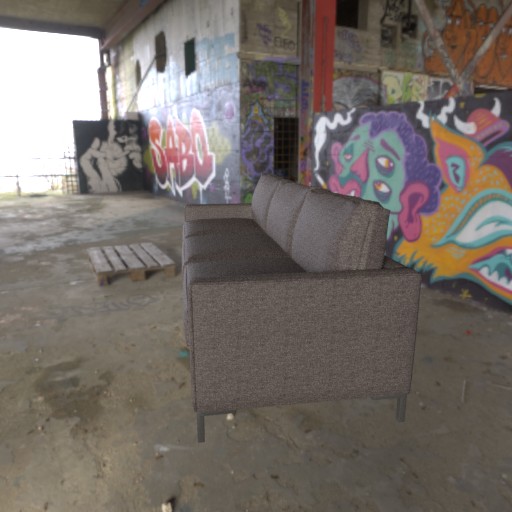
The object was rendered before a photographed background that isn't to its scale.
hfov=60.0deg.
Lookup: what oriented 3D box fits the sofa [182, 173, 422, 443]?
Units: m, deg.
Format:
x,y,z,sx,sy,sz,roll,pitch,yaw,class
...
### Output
x,y,z,sx,sy,sz,roll,pitch,yaw,class
0.000,0.000,2.649,0.876,0.882,2.253,-2,14,-9,sofa
